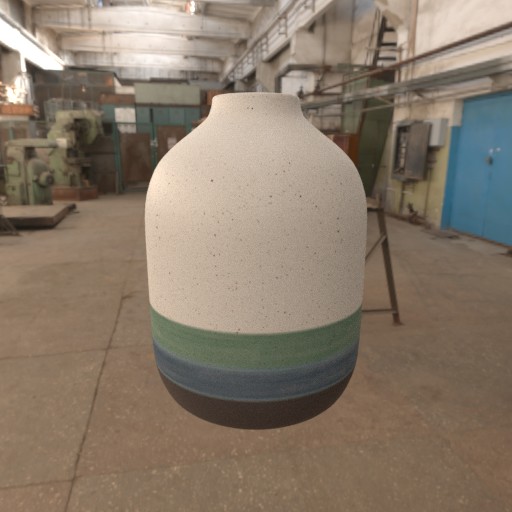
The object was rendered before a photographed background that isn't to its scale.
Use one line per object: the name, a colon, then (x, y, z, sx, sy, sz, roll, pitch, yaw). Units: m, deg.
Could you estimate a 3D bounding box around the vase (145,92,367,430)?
vase: (0.000, 0.000, 0.354, 0.169, 0.240, 0.169, 0, 14, 0)
